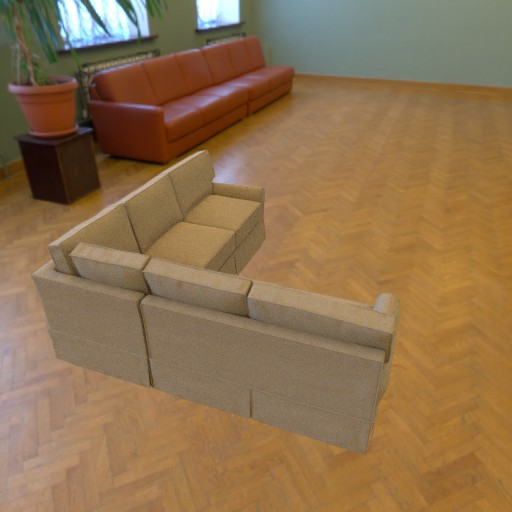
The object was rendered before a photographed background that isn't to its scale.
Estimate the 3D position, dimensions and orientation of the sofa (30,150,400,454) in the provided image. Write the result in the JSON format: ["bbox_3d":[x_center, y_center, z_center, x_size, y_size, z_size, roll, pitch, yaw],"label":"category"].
[{"bbox_3d":[0.000,0.000,4.239,2.730,1.124,2.733,11,33,17],"label":"sofa"}]
